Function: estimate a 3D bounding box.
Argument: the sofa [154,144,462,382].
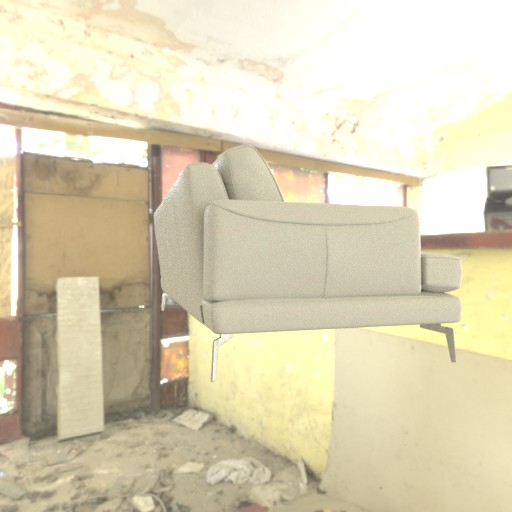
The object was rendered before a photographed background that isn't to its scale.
[{"bbox_3d":[0.000,0.000,2.348,0.974,0.765,1.940,0,0,-17],"label":"sofa"}]
